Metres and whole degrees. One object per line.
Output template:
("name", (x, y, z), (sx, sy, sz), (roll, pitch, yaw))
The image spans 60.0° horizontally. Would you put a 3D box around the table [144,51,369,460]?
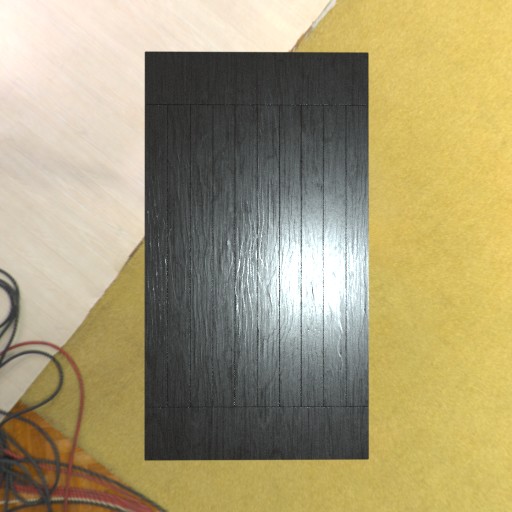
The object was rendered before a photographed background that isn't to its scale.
("table", (0.000, 0.000, 1.400), (0.600, 0.494, 1.062), (0, 90, -1))
